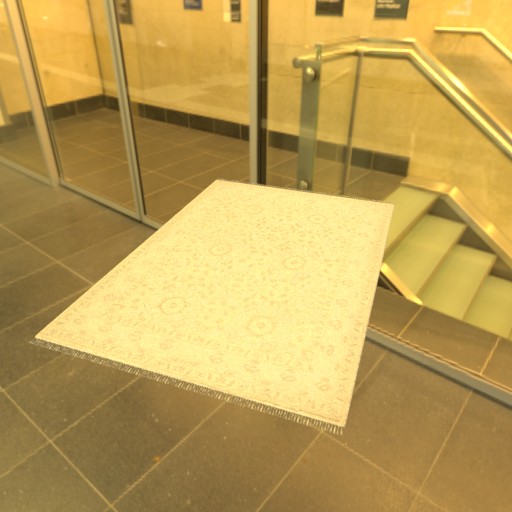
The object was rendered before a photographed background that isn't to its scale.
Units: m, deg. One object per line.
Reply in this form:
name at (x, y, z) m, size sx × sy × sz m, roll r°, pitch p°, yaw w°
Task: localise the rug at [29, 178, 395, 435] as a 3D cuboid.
rug at (0.000, 0.000, 2.802) m, size 1.514 × 0.011 × 2.233 m, roll 11°, pitch 33°, yaw 17°
